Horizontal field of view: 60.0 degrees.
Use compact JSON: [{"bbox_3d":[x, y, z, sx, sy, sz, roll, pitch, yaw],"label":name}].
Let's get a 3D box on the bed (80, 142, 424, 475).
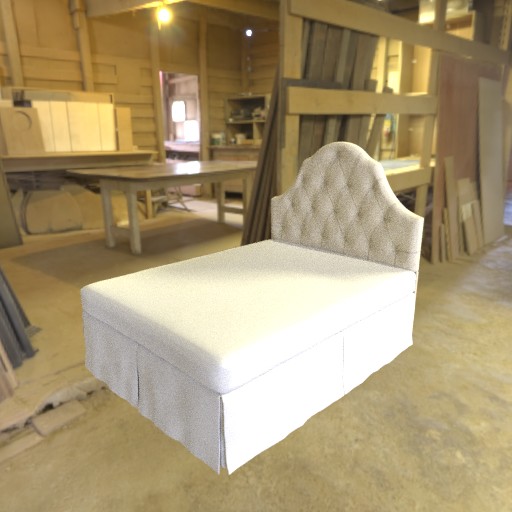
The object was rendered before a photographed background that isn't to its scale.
[{"bbox_3d":[0.000,0.000,3.233,1.627,1.575,2.092,15,22,43],"label":"bed"}]
